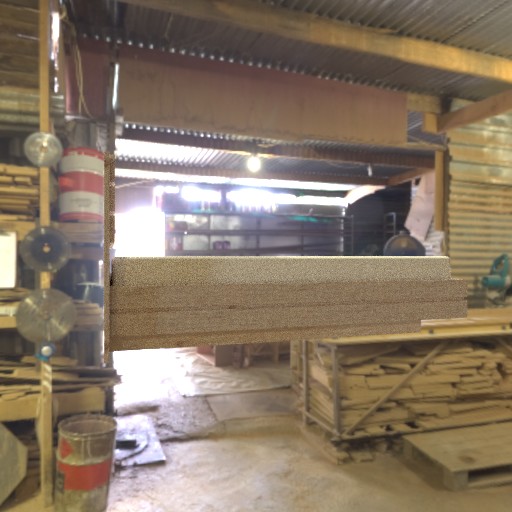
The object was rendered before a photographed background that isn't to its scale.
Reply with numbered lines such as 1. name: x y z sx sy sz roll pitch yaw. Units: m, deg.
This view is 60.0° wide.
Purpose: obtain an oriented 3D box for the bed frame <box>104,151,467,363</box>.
1. bed frame: 0.000 0.000 3.241 2.080 0.970 1.950 0 0 -18
